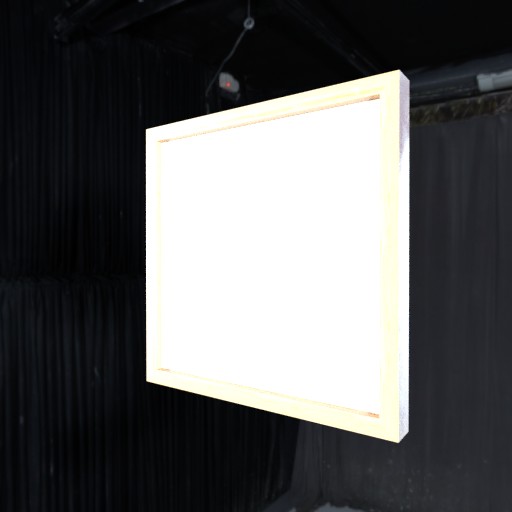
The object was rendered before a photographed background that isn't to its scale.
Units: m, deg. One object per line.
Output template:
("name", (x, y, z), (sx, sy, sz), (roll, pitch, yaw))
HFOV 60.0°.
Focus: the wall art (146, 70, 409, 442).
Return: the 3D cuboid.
("wall art", (0.000, 0.000, 0.459), (0.303, 0.303, 0.028), (0, 1, 35))
